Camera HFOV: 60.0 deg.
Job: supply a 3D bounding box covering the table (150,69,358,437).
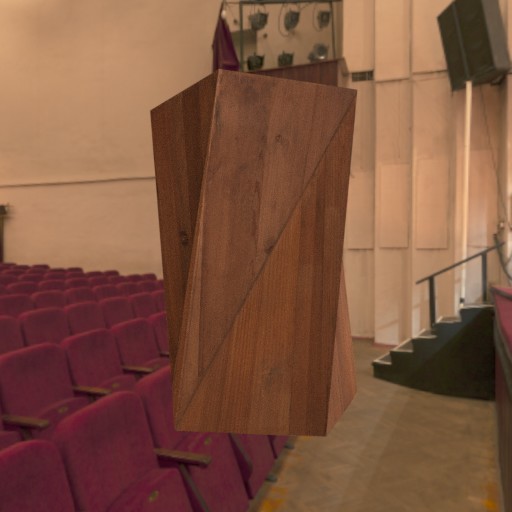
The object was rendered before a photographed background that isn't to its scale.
[{"bbox_3d":[0.000,0.000,0.927,0.425,0.604,0.441,0,0,18],"label":"table"}]
